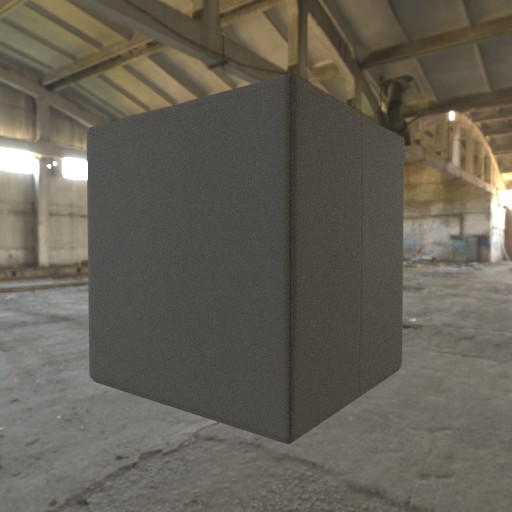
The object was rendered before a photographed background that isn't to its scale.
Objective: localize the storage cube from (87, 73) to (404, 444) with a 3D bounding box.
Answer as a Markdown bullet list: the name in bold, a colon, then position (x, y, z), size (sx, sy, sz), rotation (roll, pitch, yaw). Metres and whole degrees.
- **storage cube**: position (0.000, 0.000, 0.514), size (0.270, 0.280, 0.270), rotation (1, 2, 37)
